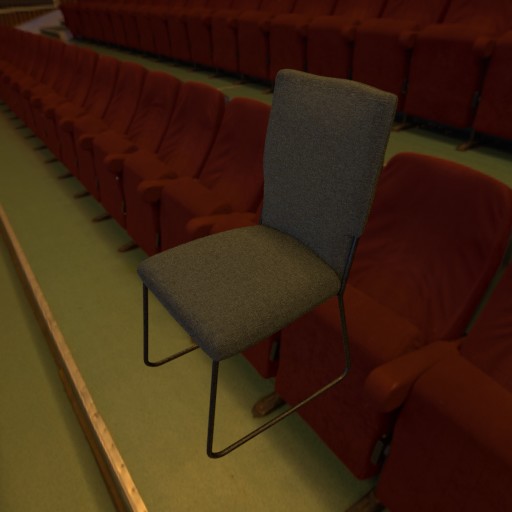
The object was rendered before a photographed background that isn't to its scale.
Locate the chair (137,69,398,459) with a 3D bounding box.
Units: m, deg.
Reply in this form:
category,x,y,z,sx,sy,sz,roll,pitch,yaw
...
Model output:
category,x,y,z,sx,sy,sz,roll,pitch,yaw
chair,0.000,0.000,1.304,0.635,0.931,0.480,-21,37,-30
